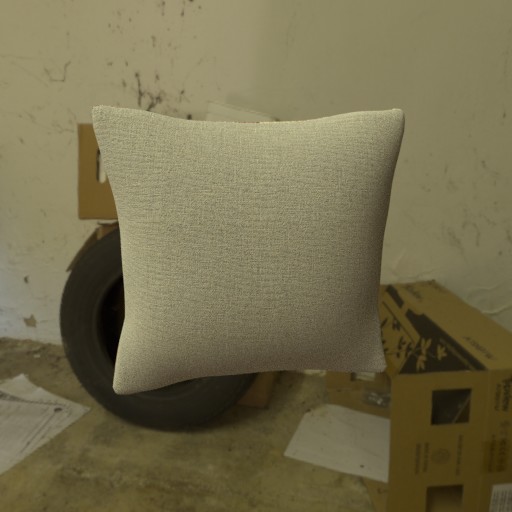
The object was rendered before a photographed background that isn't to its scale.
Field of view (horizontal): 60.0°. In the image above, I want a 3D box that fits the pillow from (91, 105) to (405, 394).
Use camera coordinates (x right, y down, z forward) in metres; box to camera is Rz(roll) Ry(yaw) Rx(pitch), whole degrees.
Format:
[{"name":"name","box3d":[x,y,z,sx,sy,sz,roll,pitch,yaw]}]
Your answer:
[{"name":"pillow","box3d":[0.000,0.000,0.653,0.437,0.419,0.136,-2,15,-9]}]
